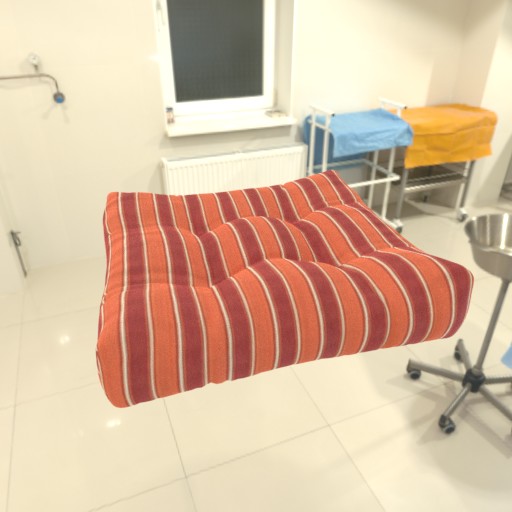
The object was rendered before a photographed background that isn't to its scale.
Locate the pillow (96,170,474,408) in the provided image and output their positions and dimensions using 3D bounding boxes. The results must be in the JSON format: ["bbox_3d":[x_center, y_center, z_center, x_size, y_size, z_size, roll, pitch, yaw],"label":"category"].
[{"bbox_3d":[0.000,0.000,0.731,0.490,0.133,0.468,-8,31,-13],"label":"pillow"}]
